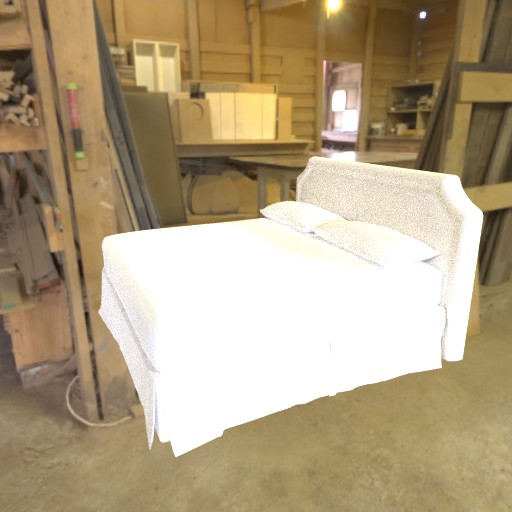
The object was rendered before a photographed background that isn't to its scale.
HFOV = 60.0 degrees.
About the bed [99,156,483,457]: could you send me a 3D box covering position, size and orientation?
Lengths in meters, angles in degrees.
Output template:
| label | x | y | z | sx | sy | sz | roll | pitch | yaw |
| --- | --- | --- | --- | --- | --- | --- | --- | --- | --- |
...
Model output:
| label | x | y | z | sx | sy | sz | roll | pitch | yaw |
| --- | --- | --- | --- | --- | --- | --- | --- | --- | --- |
| bed | 0.000 | 0.000 | 3.398 | 2.204 | 1.301 | 2.160 | -8 | 19 | -24 |
